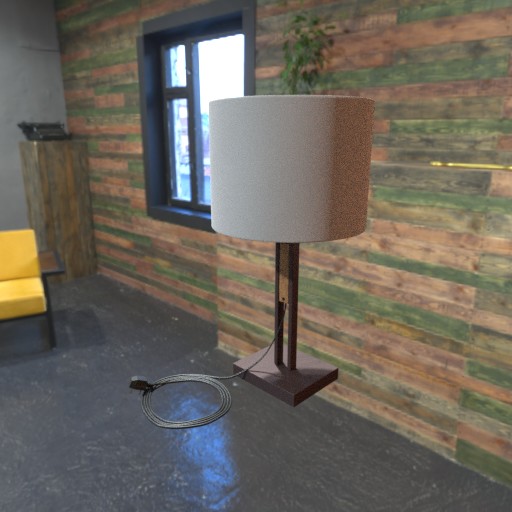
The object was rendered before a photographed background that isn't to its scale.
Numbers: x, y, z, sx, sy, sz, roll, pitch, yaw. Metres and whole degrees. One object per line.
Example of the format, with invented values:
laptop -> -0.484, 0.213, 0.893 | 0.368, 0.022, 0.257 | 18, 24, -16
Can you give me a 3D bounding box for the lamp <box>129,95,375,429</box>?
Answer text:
lamp -> 0.000, 0.000, 1.006 | 0.396, 0.668, 0.525 | 15, 21, 43
